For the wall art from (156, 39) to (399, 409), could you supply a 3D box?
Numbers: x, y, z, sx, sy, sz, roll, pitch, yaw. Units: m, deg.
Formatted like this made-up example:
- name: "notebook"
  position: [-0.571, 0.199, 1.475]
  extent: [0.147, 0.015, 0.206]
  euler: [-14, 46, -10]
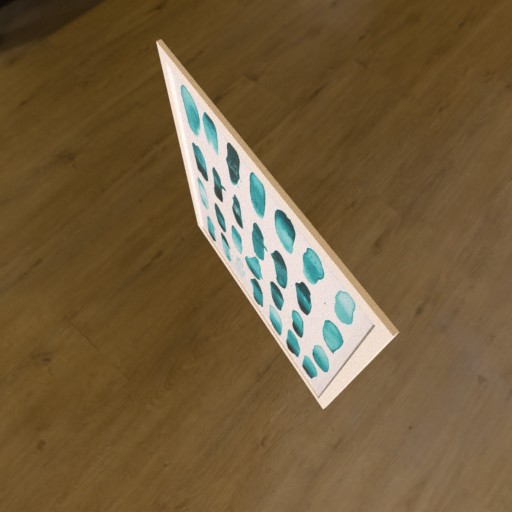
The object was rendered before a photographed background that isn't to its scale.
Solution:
- name: "wall art"
  position: [0.000, 0.000, 0.832]
  extent: [0.009, 0.559, 0.558]
  euler: [-30, 67, -14]
